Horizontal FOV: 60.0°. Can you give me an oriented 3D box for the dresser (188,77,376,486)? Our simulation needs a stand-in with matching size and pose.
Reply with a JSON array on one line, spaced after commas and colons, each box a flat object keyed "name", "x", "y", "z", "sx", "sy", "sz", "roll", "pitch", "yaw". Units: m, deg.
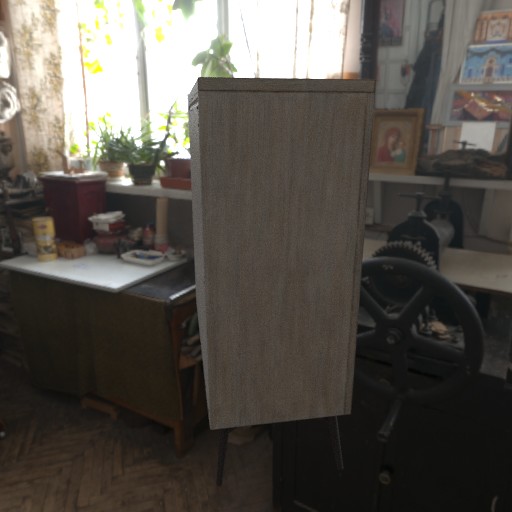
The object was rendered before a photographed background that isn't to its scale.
[{"name": "dresser", "x": 0.000, "y": 0.000, "z": 1.738, "sx": 0.457, "sy": 1.219, "sz": 1.016, "roll": -3, "pitch": 18, "yaw": -9}]
